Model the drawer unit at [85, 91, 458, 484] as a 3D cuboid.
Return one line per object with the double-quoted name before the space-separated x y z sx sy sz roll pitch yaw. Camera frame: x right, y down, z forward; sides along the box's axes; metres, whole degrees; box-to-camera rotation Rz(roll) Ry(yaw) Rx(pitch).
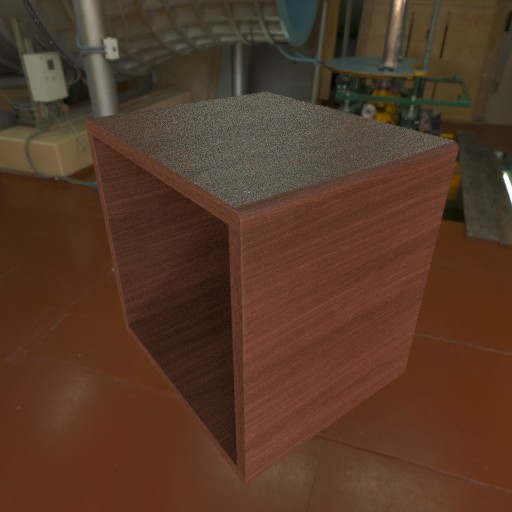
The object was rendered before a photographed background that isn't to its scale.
"drawer unit" 0.000 0.000 0.615 0.290 0.351 0.349 -21 37 -31
